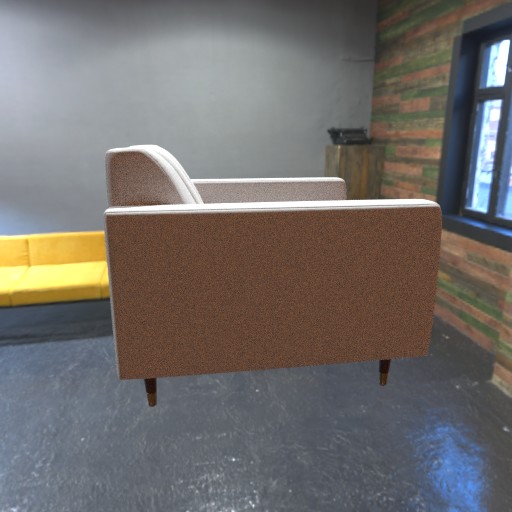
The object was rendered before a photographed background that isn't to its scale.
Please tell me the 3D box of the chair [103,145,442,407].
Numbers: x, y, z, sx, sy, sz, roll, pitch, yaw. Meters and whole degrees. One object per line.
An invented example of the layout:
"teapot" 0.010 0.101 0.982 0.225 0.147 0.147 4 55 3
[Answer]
"chair" 0.000 0.000 1.698 0.998 0.819 0.953 -2 15 -9
